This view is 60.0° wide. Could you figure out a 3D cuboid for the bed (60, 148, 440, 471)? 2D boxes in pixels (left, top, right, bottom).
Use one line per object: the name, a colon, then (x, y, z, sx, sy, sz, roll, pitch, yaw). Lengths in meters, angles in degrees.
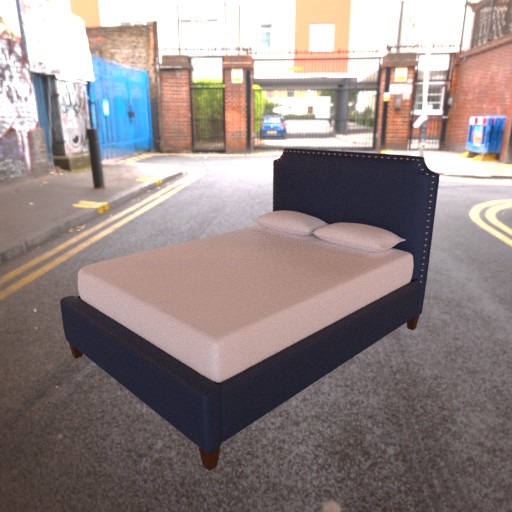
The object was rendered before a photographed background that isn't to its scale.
bed: (0.000, 0.000, 3.375, 1.712, 1.443, 2.372, 17, 24, 42)
